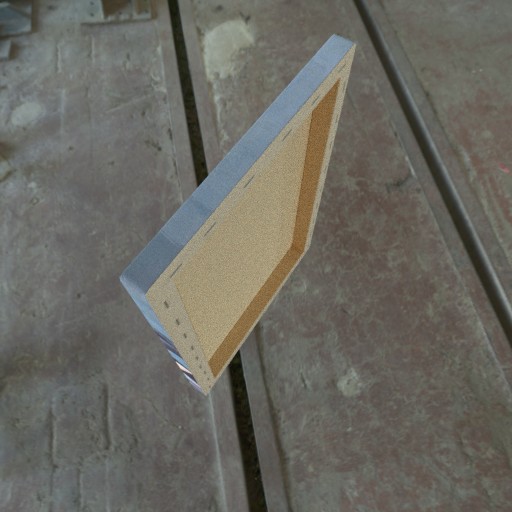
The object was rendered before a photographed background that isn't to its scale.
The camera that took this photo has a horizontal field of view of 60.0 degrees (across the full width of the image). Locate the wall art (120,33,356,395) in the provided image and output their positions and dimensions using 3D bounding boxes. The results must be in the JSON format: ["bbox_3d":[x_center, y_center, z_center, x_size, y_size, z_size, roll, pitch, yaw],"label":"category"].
[{"bbox_3d":[0.000,0.000,0.809,0.037,0.613,0.455,31,67,14],"label":"wall art"}]
